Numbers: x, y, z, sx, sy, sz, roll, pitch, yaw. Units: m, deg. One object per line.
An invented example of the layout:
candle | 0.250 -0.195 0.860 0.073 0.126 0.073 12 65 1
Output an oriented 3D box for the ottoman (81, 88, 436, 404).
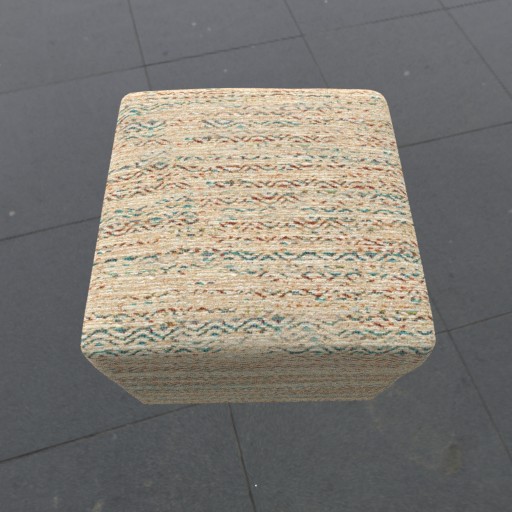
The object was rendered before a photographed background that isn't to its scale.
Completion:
ottoman | 0.000 0.000 0.897 0.512 0.453 0.521 -1 63 0
